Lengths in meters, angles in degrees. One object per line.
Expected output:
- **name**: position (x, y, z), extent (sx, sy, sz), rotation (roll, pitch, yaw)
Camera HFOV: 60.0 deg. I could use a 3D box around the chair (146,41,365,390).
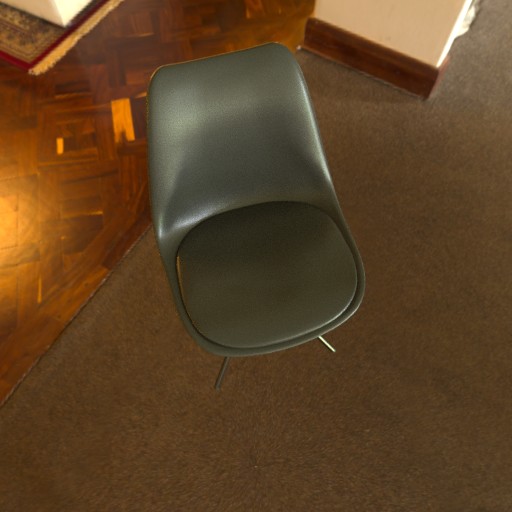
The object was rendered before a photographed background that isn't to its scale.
- **chair**: position (0.000, 0.000, 1.145), extent (0.461, 0.850, 0.525), rotation (-16, 66, -7)
